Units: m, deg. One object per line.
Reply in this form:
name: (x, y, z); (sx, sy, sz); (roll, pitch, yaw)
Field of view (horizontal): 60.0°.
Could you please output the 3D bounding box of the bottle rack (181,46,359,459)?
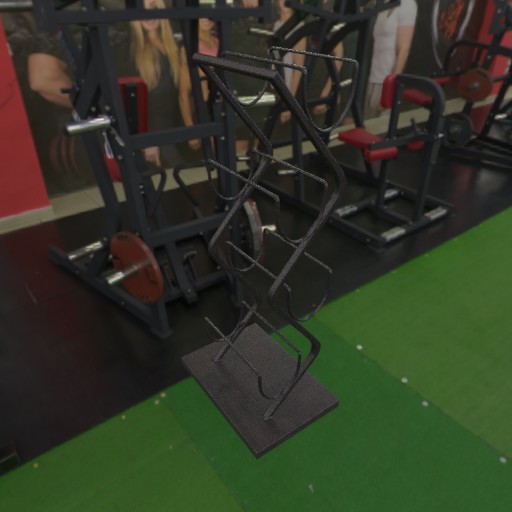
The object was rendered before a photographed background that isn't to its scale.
bottle rack: (0.000, 0.000, 0.678); (0.178, 0.559, 0.254); (-21, 37, -30)
